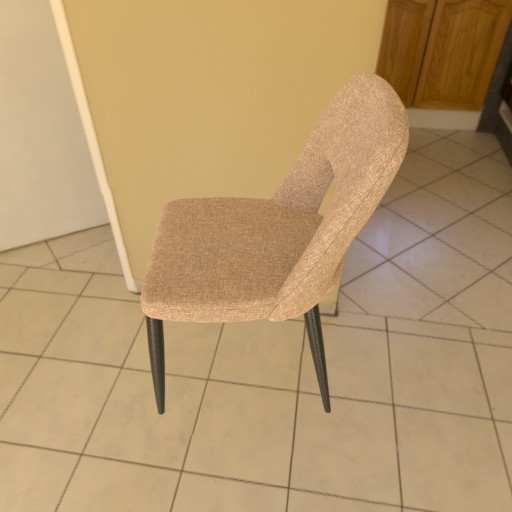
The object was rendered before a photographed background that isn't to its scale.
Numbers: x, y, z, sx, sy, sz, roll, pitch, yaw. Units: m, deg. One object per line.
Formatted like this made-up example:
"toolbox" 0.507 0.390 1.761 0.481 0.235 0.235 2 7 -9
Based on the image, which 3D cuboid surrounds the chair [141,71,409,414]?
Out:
"chair" 0.000 0.000 1.241 0.612 0.931 0.470 0 41 0
